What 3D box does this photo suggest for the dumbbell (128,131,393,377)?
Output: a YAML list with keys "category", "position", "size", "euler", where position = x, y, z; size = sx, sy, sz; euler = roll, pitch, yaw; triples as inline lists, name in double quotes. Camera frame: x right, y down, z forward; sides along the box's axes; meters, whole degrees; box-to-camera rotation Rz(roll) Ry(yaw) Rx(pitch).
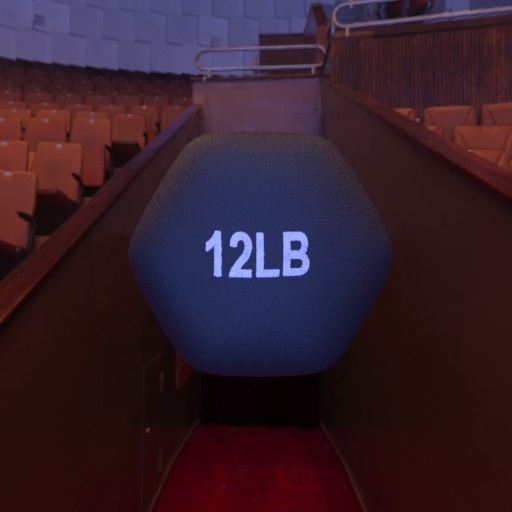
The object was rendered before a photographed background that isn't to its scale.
- category: "dumbbell"
  position: [0.000, 0.000, 0.281]
  size: [0.112, 0.101, 0.231]
  euler: [0, -1, -1]
